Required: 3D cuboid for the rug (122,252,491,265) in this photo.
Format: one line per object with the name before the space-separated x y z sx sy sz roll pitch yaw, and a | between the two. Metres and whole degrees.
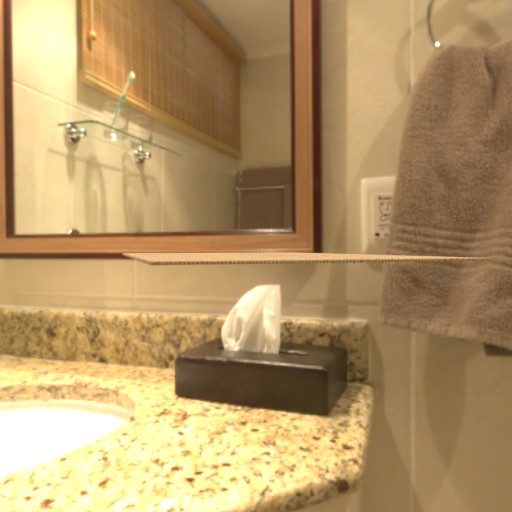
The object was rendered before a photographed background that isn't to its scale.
rug | 0.000 0.000 2.770 1.509 0.013 2.144 0 1 -19
